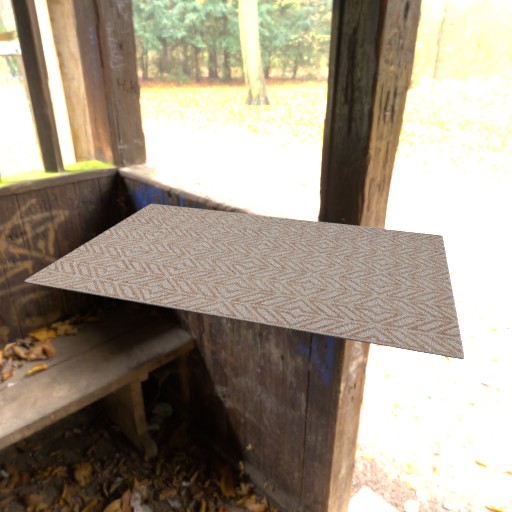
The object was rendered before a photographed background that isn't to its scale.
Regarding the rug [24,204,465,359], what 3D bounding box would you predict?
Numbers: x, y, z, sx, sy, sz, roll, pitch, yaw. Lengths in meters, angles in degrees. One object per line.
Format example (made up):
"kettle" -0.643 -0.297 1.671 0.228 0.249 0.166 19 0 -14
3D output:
"rug" 0.000 0.000 2.967 2.438 0.008 1.523 8 26 16
